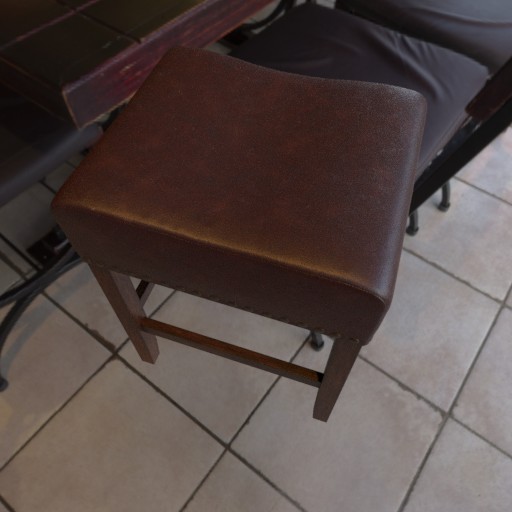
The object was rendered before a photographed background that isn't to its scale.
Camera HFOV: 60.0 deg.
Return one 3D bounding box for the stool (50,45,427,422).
[{"bbox_3d":[0.000,0.000,0.887,0.465,0.608,0.397,15,57,10],"label":"stool"}]
